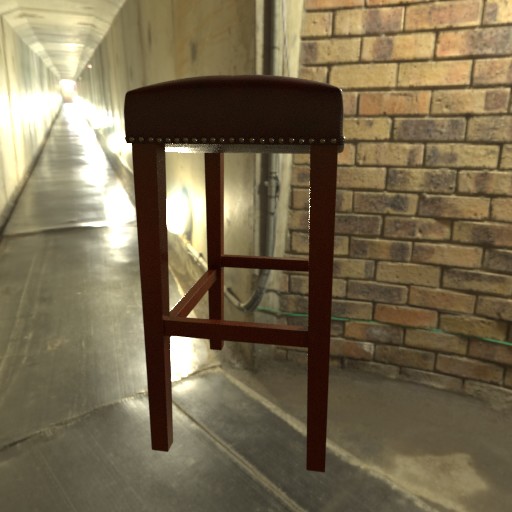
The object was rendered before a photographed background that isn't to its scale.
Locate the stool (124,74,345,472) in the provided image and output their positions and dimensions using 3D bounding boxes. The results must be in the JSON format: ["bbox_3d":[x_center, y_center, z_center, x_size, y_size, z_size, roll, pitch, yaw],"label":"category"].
[{"bbox_3d":[0.000,0.000,1.031,0.372,0.742,0.504,3,17,10],"label":"stool"}]
